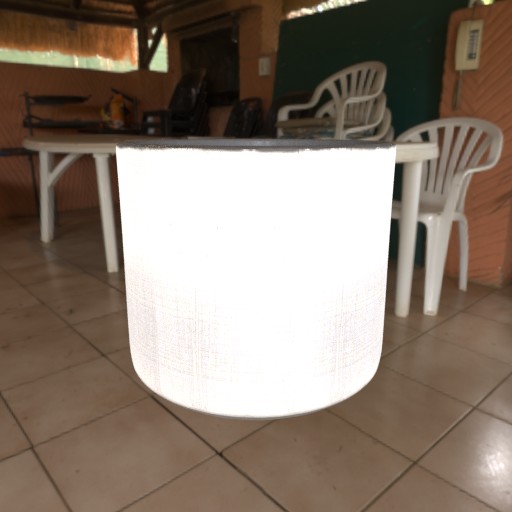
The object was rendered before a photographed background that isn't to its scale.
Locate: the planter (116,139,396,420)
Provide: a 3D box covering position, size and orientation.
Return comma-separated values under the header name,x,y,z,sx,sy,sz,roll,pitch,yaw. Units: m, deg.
name,x,y,z,sx,sy,sz,roll,pitch,yaw
planter,0.000,0.000,0.441,0.254,0.221,0.254,0,16,0
